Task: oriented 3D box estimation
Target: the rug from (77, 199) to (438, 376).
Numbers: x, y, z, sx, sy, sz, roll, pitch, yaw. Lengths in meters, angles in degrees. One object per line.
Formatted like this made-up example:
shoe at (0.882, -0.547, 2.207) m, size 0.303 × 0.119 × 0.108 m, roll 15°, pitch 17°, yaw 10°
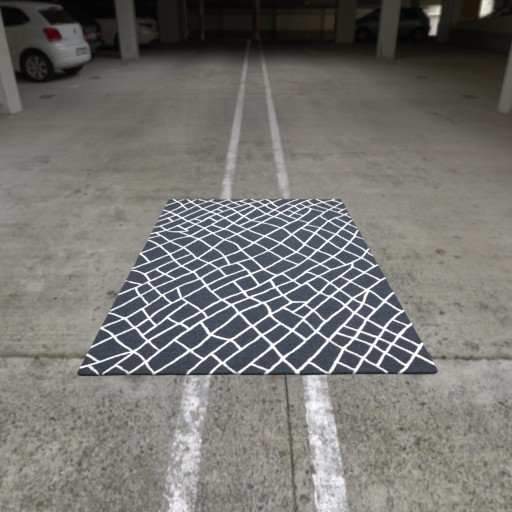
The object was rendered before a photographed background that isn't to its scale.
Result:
rug at (0.000, 0.000, 2.310) m, size 1.223 × 0.013 × 1.830 m, roll 0°, pitch 26°, yaw 0°
